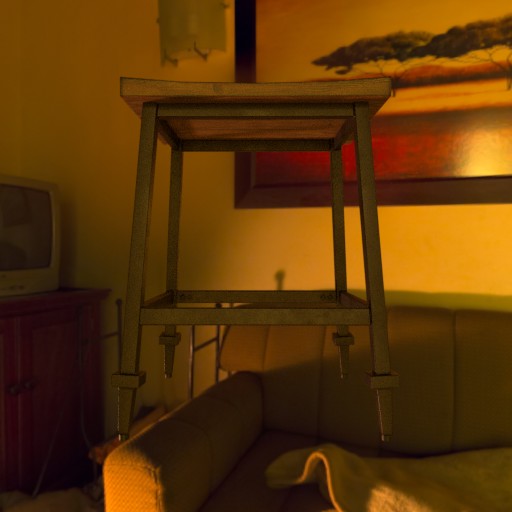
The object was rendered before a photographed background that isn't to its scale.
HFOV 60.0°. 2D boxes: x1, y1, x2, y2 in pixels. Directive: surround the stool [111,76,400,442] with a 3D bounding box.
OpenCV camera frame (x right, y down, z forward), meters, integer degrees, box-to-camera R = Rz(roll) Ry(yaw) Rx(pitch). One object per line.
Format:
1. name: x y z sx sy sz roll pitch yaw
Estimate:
1. stool: 0.000 0.000 0.942 0.486 0.625 0.405 0 1 0
